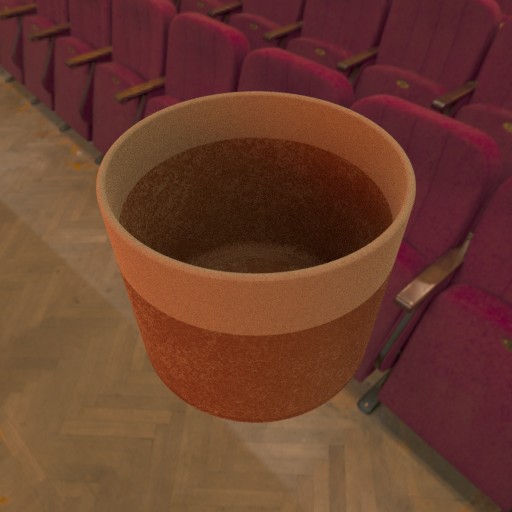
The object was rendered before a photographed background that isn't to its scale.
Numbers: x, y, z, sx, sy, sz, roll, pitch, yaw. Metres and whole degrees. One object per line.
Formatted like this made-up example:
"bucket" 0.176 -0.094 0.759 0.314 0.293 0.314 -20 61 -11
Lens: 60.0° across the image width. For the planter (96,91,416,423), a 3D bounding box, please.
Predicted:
"planter" 0.000 0.000 0.274 0.159 0.138 0.159 0 46 0
